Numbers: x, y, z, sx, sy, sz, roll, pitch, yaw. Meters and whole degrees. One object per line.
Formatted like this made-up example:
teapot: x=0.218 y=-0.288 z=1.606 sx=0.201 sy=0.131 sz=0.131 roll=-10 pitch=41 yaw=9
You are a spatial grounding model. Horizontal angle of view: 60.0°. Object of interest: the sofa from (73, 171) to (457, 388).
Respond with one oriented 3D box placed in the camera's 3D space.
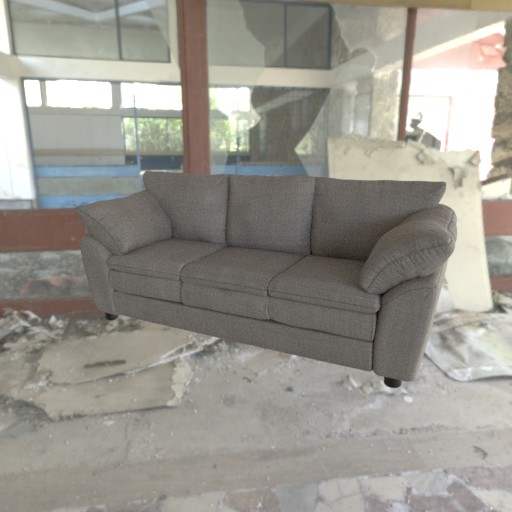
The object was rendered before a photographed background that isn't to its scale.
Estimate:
sofa: x=0.000 y=0.000 z=2.844 sx=2.334 sy=0.996 sz=0.878 roll=7 pitch=16 yaw=26
